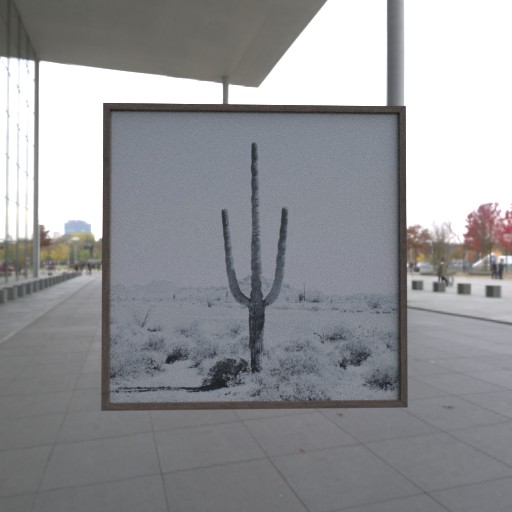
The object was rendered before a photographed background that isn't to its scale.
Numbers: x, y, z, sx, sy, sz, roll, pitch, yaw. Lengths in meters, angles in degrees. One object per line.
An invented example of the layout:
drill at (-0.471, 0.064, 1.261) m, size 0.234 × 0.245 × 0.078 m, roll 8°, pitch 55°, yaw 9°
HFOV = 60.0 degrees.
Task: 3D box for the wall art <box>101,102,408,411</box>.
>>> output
wall art at (0.000, 0.000, 1.126) m, size 0.762 × 0.762 × 0.038 m, roll 0°, pitch -1°, yaw -2°
